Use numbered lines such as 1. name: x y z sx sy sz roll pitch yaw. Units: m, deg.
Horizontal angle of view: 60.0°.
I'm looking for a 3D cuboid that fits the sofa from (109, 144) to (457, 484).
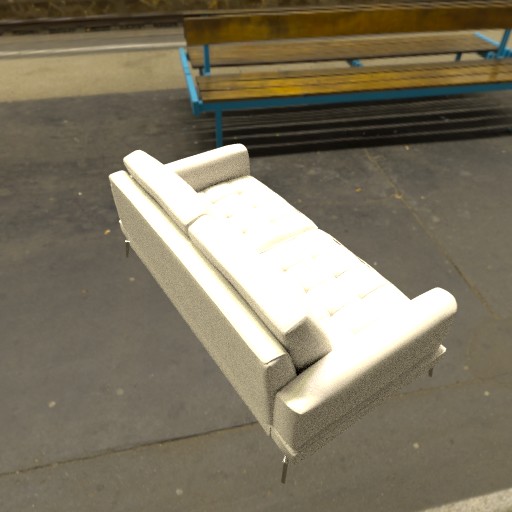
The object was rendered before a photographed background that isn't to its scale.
1. sofa: 0.000 0.000 2.751 1.121 0.930 2.177 -24 46 -25
